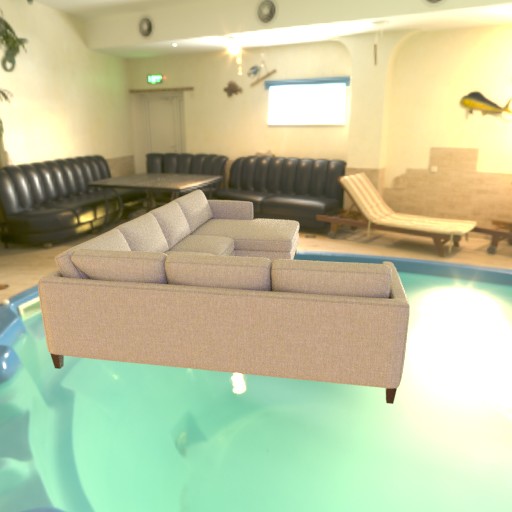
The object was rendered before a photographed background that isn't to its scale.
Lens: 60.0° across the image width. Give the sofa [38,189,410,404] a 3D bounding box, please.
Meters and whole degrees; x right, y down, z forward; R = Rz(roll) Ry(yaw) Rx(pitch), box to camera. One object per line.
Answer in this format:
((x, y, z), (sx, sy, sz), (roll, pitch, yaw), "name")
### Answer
((0.000, 0.000, 4.532), (2.551, 0.889, 3.403), (3, 17, 10), "sofa")
